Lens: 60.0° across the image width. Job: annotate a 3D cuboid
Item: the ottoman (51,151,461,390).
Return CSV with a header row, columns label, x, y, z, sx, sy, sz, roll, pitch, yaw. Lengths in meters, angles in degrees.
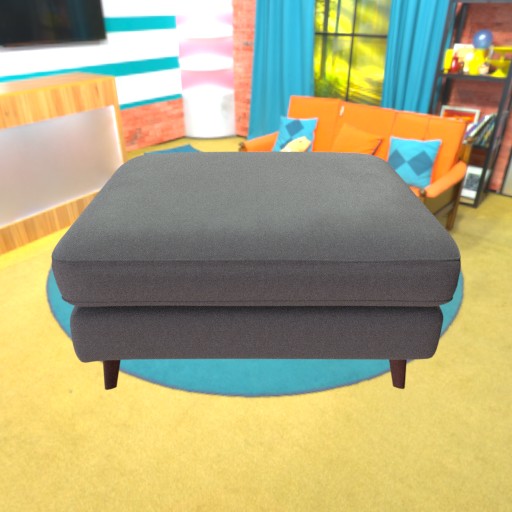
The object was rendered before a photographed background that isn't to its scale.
label,x,y,z,sx,sy,sz,roll,pitch,yaw
ottoman,0.000,0.000,1.154,0.811,0.449,0.608,0,30,0
